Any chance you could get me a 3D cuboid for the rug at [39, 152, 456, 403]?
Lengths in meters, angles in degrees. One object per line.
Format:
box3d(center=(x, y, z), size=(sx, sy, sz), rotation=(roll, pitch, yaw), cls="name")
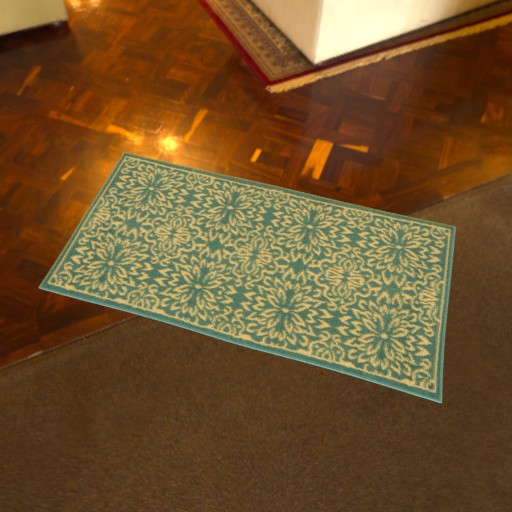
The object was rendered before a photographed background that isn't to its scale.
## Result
box3d(center=(0.000, 0.000, 1.426), size=(1.219, 0.007, 0.604), rotation=(14, 59, 9), cls="rug")
